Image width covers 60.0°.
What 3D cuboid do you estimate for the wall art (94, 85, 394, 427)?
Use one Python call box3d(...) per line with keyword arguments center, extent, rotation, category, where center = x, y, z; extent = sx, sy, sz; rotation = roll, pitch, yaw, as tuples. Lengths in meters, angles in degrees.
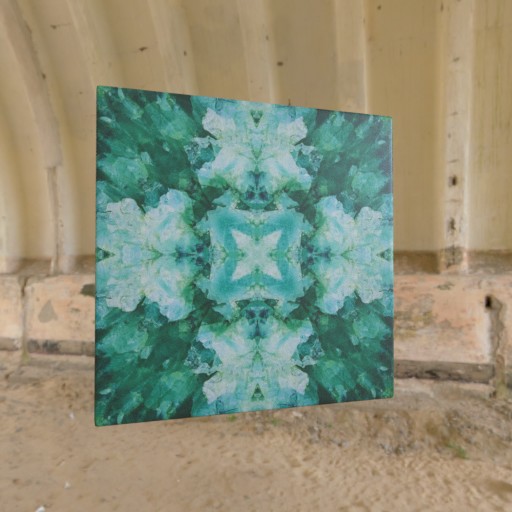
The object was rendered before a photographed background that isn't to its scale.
box3d(center=(0.000, 0.000, 0.746), extent=(0.507, 0.508, 0.038), rotation=(0, -1, -16), category="wall art")
